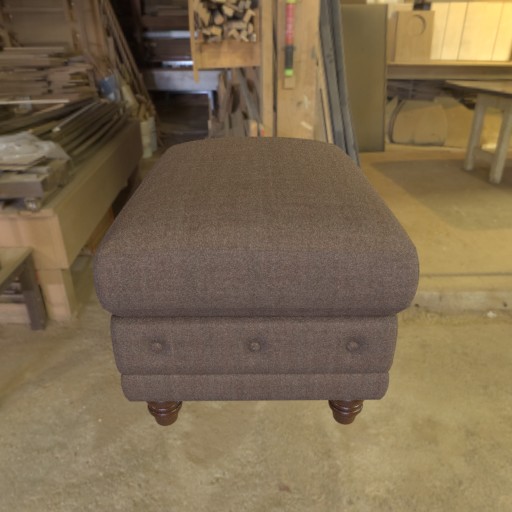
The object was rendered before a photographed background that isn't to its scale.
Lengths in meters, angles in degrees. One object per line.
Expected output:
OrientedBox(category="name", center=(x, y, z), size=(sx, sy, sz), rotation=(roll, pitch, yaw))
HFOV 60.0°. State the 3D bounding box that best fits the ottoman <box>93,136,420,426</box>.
OrientedBox(category="ottoman", center=(0.000, 0.000, 1.213), size=(0.599, 0.555, 0.809), rotation=(0, 27, 0))
